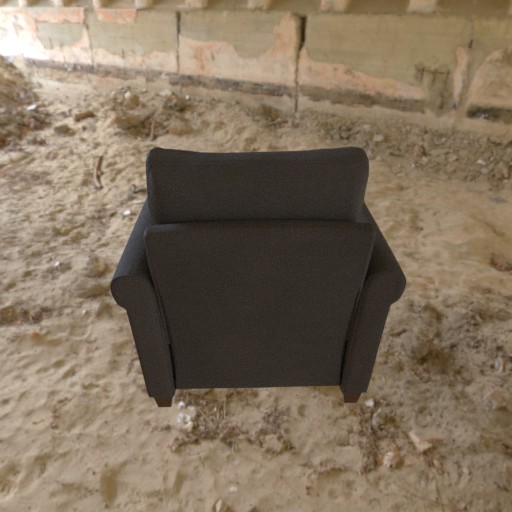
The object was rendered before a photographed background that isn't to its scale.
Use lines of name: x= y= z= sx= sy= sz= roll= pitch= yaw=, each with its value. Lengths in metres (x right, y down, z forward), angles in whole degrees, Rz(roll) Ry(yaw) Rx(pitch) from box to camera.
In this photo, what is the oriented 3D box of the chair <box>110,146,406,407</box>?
chair: x=0.000 y=0.000 z=1.623 sx=0.867 sy=0.942 sz=0.828 roll=-1 pitch=30 yaw=-1
